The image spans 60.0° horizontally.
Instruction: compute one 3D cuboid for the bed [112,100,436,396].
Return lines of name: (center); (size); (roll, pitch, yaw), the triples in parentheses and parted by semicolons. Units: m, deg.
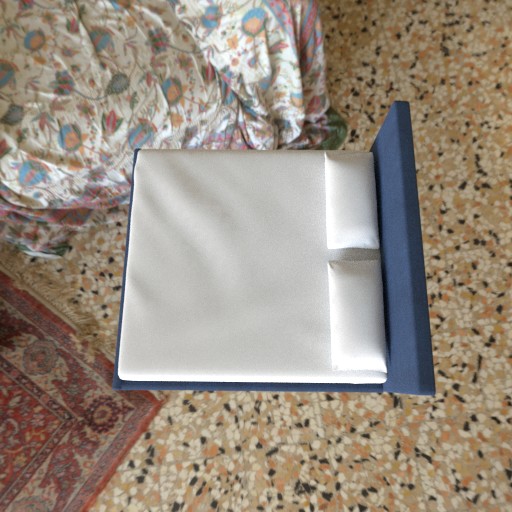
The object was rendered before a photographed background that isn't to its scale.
bed: (0.000, 0.000, 3.553); (2.232, 1.231, 2.096); (1, 75, 0)
